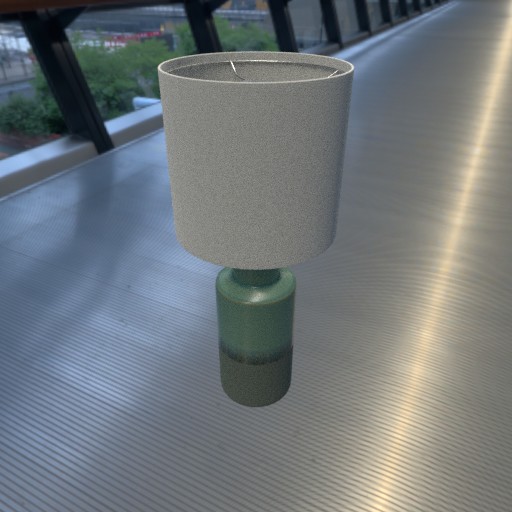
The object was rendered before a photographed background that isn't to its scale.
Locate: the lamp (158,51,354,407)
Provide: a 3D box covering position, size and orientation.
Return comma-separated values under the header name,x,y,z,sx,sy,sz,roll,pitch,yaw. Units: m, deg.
name,x,y,z,sx,sy,sz,roll,pitch,yaw
lamp,0.000,0.000,0.614,0.212,0.493,0.212,-10,33,-16
